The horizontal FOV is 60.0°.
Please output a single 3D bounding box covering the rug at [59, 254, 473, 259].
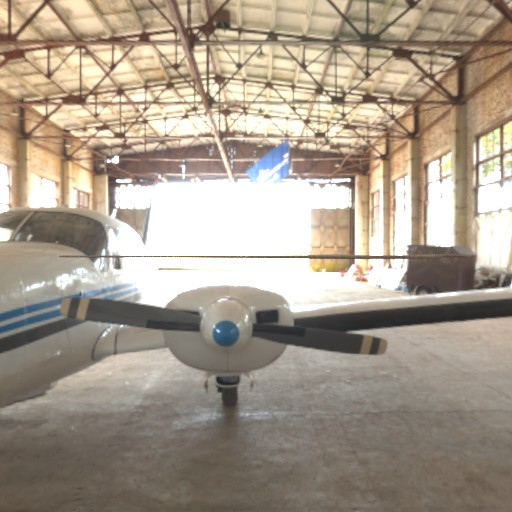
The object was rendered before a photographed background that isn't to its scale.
[{"bbox_3d":[0.000,0.000,1.066,0.869,0.008,0.511,0,0,37],"label":"rug"}]
